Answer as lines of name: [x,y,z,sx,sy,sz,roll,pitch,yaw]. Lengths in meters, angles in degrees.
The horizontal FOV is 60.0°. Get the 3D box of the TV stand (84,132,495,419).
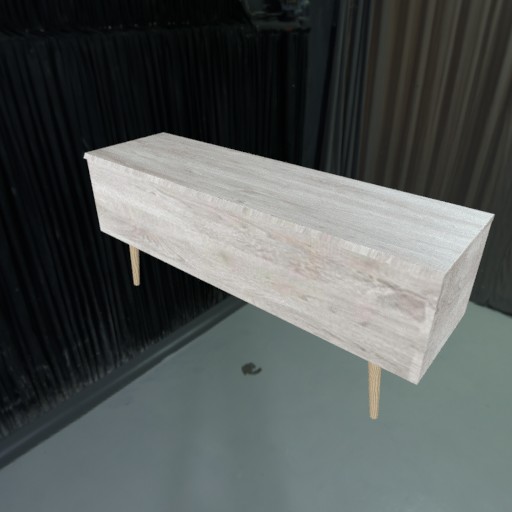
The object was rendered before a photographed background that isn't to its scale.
TV stand: [0.000,0.000,1.535,1.313,0.565,0.401,22,37,33]
